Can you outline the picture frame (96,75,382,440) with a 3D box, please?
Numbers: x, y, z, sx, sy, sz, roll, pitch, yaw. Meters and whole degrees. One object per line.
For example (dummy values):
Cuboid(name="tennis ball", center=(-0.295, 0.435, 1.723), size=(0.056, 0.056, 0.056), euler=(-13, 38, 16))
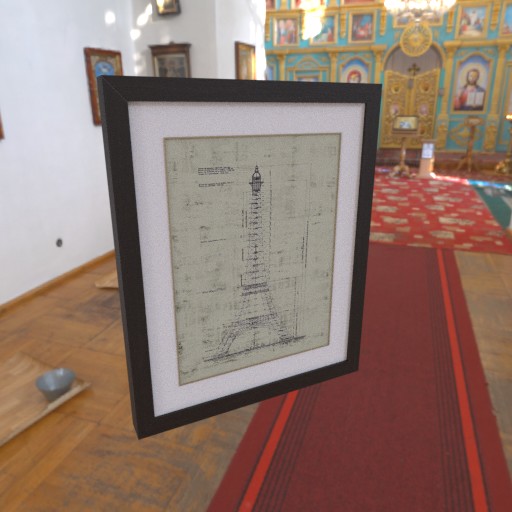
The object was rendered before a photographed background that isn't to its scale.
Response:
Cuboid(name="picture frame", center=(0.000, 0.000, 0.754), size=(0.452, 0.555, 0.044), euler=(-9, 20, -25))
